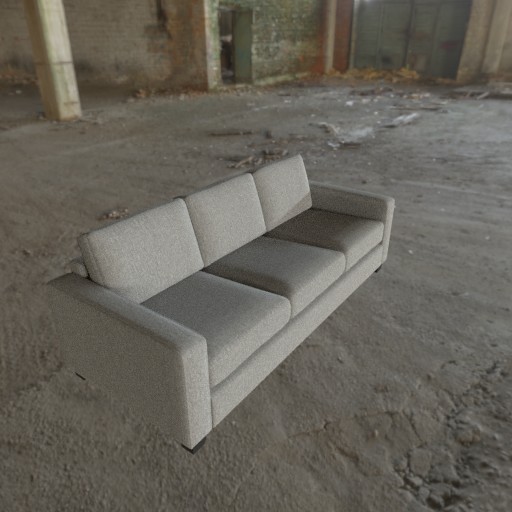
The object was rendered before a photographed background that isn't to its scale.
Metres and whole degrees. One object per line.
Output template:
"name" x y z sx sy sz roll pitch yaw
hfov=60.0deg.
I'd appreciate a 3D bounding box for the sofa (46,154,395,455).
"sofa" 0.000 0.000 2.638 0.900 0.800 2.120 18 32 32
